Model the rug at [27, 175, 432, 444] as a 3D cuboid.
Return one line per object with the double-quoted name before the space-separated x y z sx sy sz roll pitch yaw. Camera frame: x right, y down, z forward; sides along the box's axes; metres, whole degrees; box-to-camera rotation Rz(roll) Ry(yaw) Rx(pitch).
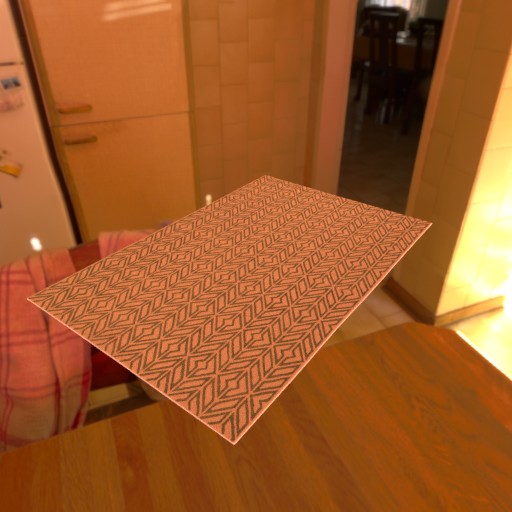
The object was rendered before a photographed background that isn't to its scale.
"rug" 0.000 0.000 2.309 1.220 0.007 1.828 22 39 31
